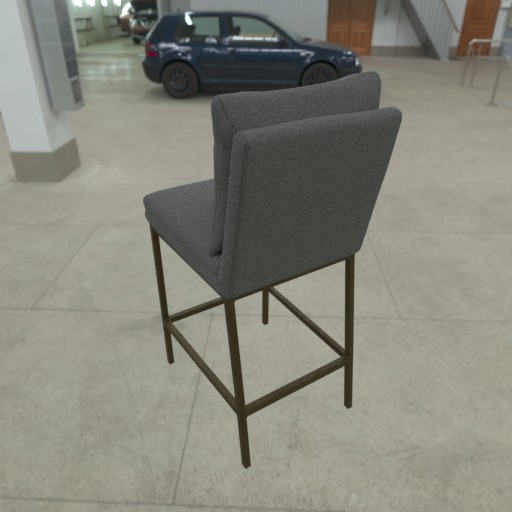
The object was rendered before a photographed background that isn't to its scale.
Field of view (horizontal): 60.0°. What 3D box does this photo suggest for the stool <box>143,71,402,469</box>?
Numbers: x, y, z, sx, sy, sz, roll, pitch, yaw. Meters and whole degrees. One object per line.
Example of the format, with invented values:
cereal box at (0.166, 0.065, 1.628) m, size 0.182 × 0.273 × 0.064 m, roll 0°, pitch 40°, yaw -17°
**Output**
stool at (0.000, 0.000, 1.314) m, size 0.463 × 1.030 × 0.569 m, roll -18°, pitch 34°, yaw -28°
